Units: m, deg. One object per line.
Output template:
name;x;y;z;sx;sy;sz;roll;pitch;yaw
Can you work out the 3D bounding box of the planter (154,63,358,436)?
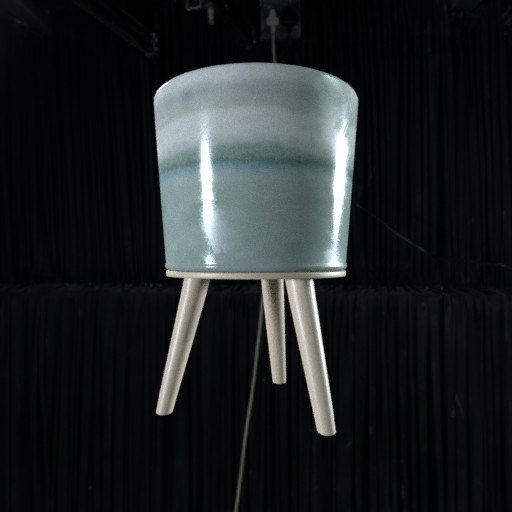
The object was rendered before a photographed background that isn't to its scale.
planter;0.000;0.000;0.590;0.265;0.404;0.265;0;0;1
